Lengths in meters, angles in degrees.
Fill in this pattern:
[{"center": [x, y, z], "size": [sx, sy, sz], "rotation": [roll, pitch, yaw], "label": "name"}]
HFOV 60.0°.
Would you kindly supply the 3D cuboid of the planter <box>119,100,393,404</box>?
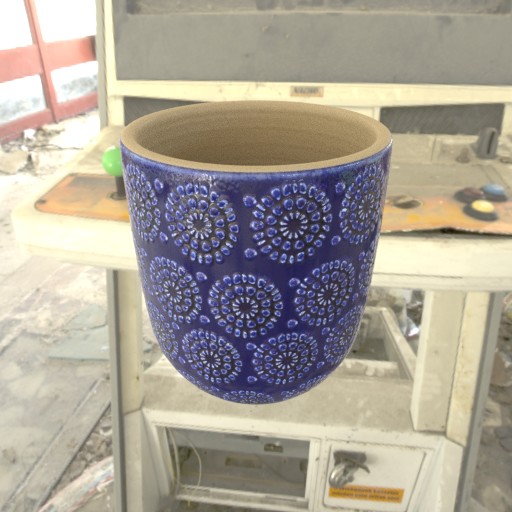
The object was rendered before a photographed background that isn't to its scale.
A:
[{"center": [0.000, 0.000, 0.355], "size": [0.184, 0.206, 0.184], "rotation": [0, 30, 0], "label": "planter"}]
